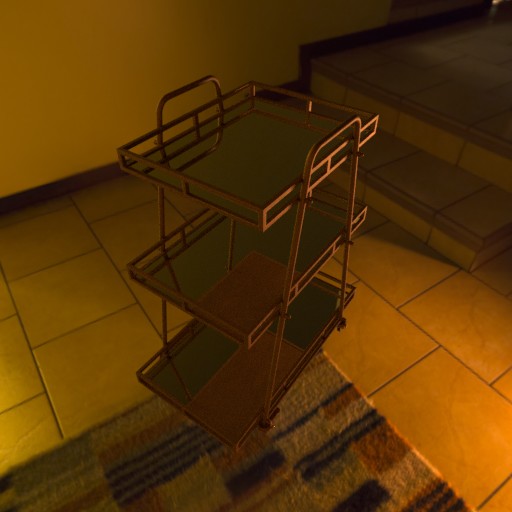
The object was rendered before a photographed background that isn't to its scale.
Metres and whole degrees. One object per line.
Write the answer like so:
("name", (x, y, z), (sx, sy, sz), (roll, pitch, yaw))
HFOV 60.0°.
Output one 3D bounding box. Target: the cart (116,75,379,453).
("cart", (0.000, 0.000, 1.258), (0.441, 0.883, 0.711), (26, 48, 26))
